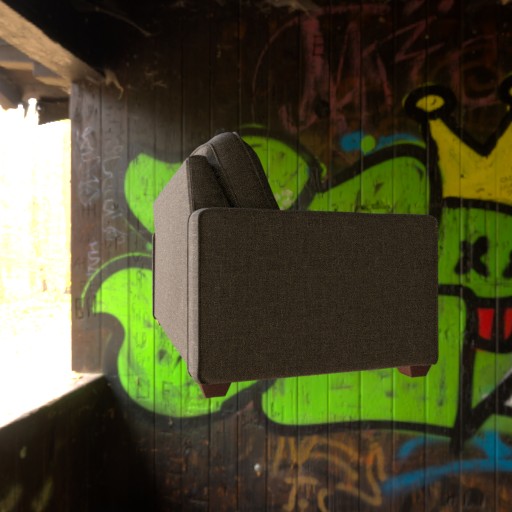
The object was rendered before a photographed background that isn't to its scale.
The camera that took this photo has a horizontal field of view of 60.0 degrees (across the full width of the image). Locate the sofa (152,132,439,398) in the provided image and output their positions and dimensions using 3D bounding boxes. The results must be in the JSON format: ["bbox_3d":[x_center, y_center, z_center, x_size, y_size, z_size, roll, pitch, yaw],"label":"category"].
[{"bbox_3d":[0.000,0.000,2.324,0.947,0.918,1.709,0,0,-18],"label":"sofa"}]
